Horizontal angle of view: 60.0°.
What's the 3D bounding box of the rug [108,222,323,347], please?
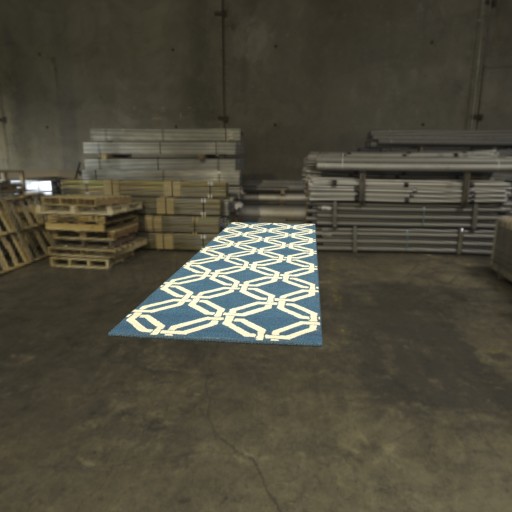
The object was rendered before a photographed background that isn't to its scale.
[{"bbox_3d":[0.000,0.000,2.465,0.678,0.014,2.276,2,13,7],"label":"rug"}]
